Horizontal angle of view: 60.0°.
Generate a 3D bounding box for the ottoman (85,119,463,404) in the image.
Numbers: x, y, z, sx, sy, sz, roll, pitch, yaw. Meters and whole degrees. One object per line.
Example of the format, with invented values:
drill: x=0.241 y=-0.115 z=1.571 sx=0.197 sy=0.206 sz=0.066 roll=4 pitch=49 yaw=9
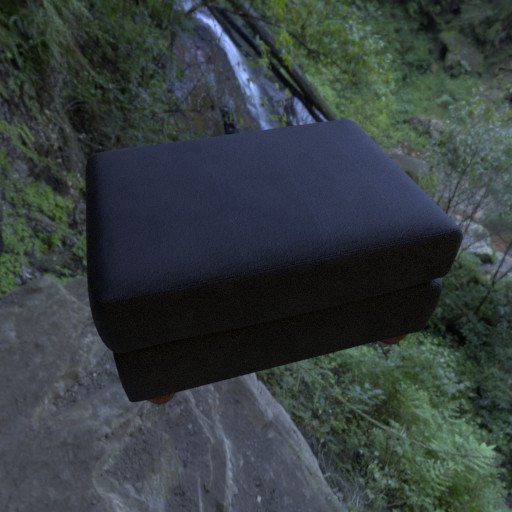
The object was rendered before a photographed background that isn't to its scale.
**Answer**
ottoman: x=0.000 y=0.000 z=1.159 sx=0.773 sy=0.497 sz=0.574 roll=-11 pitch=43 yaw=-12
